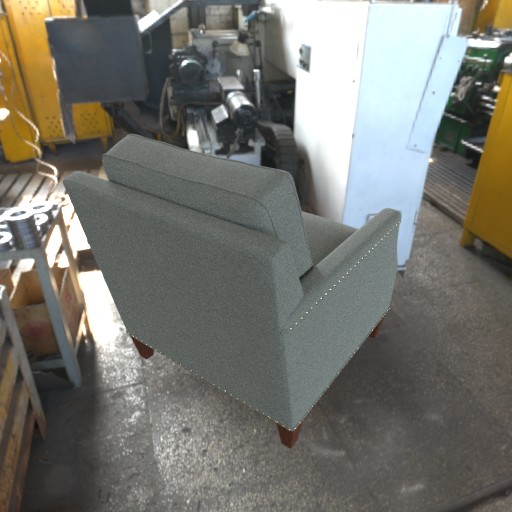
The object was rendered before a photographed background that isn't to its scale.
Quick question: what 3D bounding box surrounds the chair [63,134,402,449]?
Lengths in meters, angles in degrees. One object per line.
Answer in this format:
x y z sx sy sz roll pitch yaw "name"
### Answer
0.000 0.000 1.809 0.885 1.031 1.031 21 36 31 "chair"
